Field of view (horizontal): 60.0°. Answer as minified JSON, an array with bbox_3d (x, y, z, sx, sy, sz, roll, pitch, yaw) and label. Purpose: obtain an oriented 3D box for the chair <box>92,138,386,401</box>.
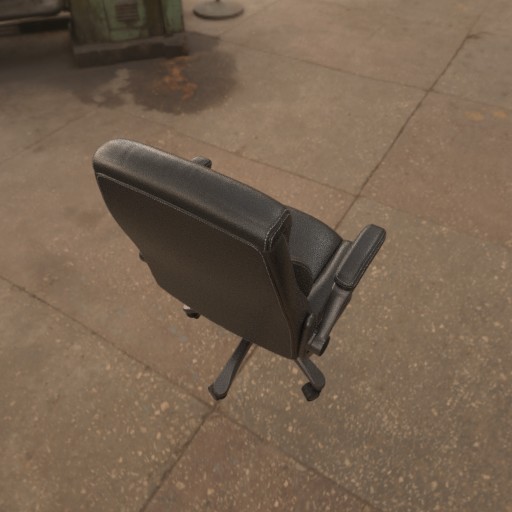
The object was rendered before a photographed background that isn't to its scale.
[{"bbox_3d":[0.000,0.000,1.581,0.782,1.110,0.724,25,52,22],"label":"chair"}]
